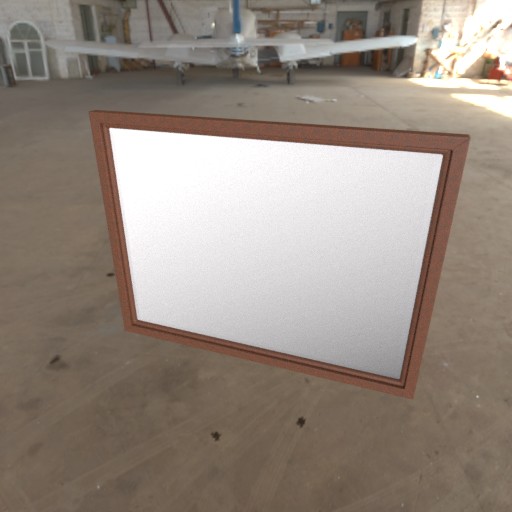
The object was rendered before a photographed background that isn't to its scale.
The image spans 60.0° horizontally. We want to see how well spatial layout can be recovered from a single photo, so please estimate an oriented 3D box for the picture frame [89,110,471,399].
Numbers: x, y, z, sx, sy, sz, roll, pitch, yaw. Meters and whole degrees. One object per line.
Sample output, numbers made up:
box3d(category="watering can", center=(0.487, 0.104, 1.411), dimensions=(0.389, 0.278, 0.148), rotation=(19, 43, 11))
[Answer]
box3d(category="picture frame", center=(0.000, 0.000, 1.725), dimensions=(1.329, 1.018, 0.045), rotation=(9, 29, 17))
